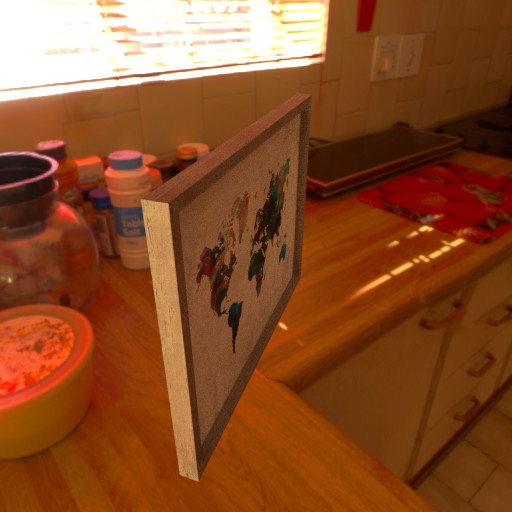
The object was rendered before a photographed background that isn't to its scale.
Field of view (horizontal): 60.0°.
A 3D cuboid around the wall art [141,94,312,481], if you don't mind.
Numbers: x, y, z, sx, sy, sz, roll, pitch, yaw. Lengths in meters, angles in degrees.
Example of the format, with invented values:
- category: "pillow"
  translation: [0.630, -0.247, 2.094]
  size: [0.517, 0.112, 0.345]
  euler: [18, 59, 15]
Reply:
- category: "wall art"
  translation: [0.000, 0.000, 1.773]
  size: [0.070, 1.009, 1.320]
  euler: [10, 32, 17]
